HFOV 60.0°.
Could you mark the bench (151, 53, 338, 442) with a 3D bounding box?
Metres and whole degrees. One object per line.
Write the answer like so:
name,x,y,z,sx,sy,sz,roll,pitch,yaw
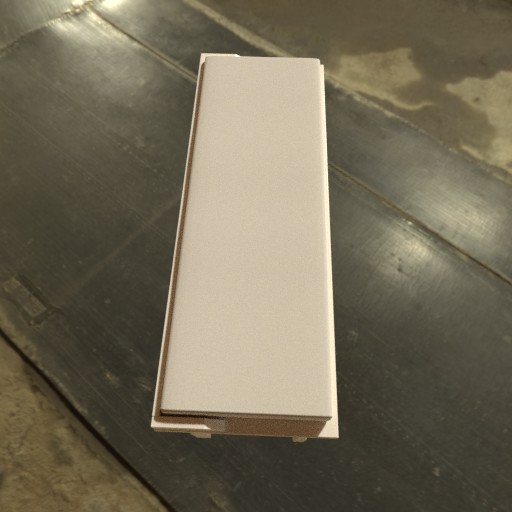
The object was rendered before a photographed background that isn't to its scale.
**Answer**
bench,0.000,0.000,1.268,0.346,0.589,0.987,2,64,1
